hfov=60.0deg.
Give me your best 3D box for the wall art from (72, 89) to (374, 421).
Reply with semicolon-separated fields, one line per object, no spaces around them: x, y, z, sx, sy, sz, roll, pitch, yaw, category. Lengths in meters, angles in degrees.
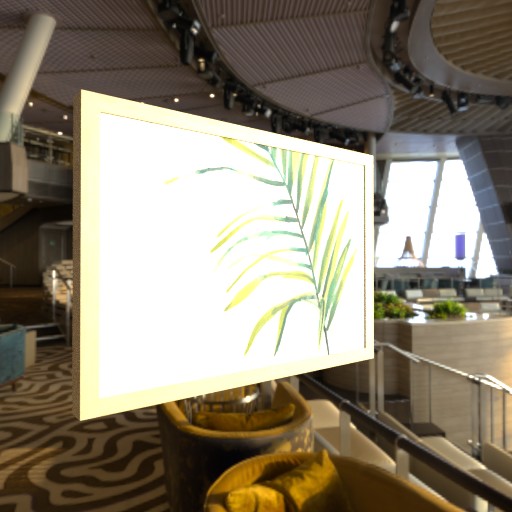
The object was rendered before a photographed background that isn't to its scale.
0.000;0.000;0.683;0.532;0.380;0.032;0;-1;-38;wall art
